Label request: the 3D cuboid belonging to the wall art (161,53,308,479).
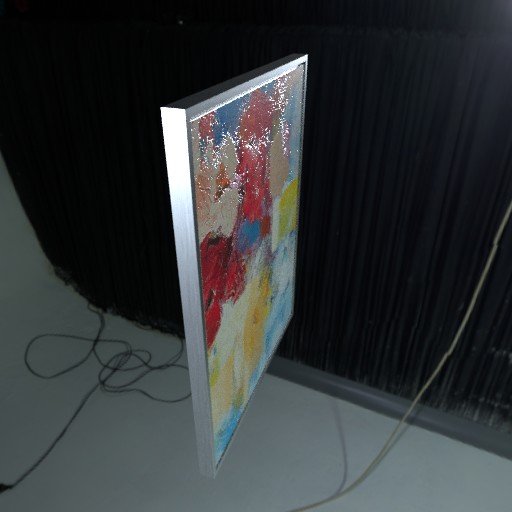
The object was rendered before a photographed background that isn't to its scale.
[{"bbox_3d":[0.000,0.000,0.738,0.025,0.569,0.444,11,33,17],"label":"wall art"}]
